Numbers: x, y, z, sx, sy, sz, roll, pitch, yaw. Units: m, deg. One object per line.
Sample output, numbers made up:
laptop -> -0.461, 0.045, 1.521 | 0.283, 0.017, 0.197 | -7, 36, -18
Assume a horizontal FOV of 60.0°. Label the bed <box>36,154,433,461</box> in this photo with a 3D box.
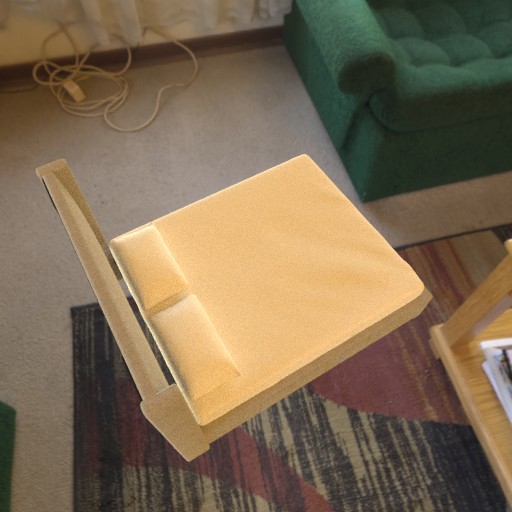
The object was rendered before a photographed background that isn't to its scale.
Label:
bed -> 0.000, 0.000, 3.333 | 2.222, 1.491, 1.774 | -27, 62, -16
